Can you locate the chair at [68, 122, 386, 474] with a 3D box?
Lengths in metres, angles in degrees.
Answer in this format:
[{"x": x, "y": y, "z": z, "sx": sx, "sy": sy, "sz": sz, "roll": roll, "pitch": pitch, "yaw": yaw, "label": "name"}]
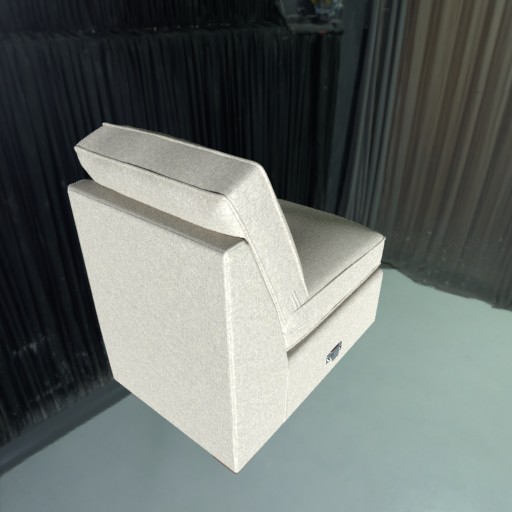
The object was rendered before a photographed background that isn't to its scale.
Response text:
[{"x": 0.000, "y": 0.000, "z": 1.681, "sx": 0.674, "sy": 1.058, "sz": 1.020, "roll": 22, "pitch": 37, "yaw": 33, "label": "chair"}]
